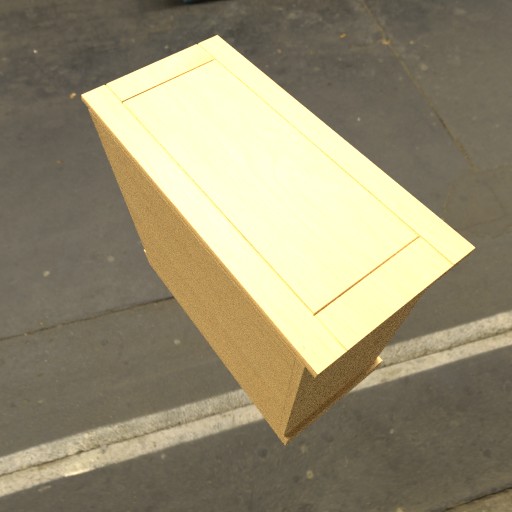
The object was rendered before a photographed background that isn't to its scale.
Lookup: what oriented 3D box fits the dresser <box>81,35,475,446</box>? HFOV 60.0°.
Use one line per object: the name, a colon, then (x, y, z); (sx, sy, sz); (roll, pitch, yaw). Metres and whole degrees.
dresser: (0.000, 0.000, 1.378); (0.440, 0.835, 0.915); (-33, 64, -18)
